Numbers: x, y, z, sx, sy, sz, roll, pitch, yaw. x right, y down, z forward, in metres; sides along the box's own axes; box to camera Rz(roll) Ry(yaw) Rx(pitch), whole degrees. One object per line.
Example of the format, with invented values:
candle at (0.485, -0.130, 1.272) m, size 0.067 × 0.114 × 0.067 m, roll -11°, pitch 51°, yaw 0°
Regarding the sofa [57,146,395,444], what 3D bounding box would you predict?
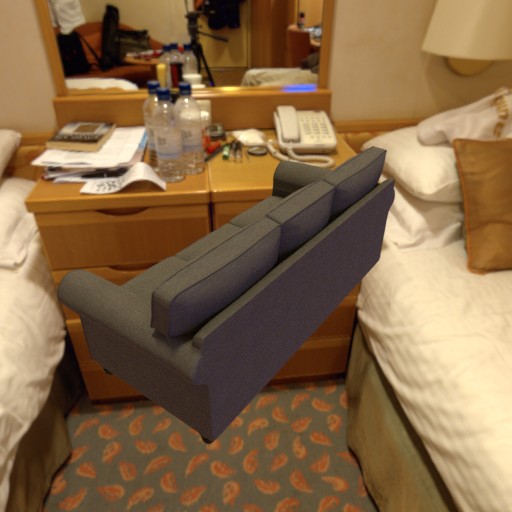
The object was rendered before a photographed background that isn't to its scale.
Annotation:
sofa at (0.000, 0.000, 2.691) m, size 0.909 × 0.966 × 2.084 m, roll 21°, pitch 38°, yaw 30°
